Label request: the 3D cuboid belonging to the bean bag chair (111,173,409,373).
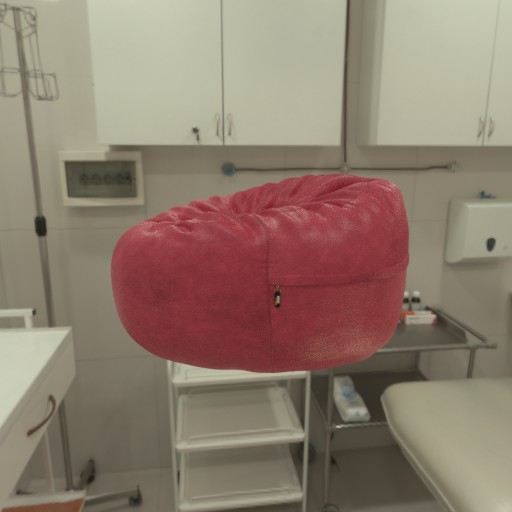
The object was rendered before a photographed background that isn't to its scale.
[{"bbox_3d":[0.000,0.000,2.440,1.524,0.878,1.524,-2,14,-8],"label":"bean bag chair"}]
